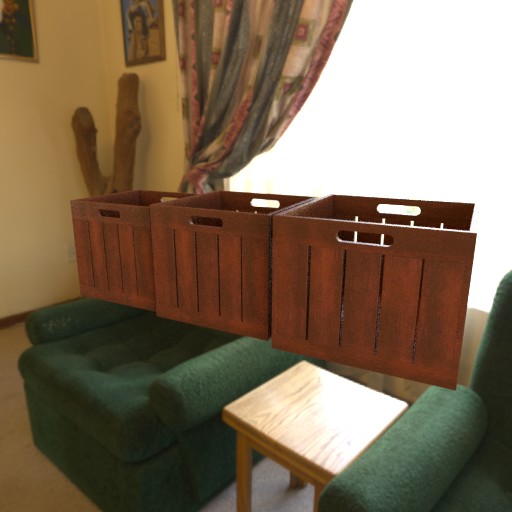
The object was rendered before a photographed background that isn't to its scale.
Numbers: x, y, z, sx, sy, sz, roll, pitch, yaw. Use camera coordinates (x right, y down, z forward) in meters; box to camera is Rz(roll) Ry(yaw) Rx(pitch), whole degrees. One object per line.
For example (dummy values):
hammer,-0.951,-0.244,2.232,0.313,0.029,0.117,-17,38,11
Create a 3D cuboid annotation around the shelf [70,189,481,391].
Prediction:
shelf,0.000,0.000,1.214,1.064,0.311,0.393,8,17,26
